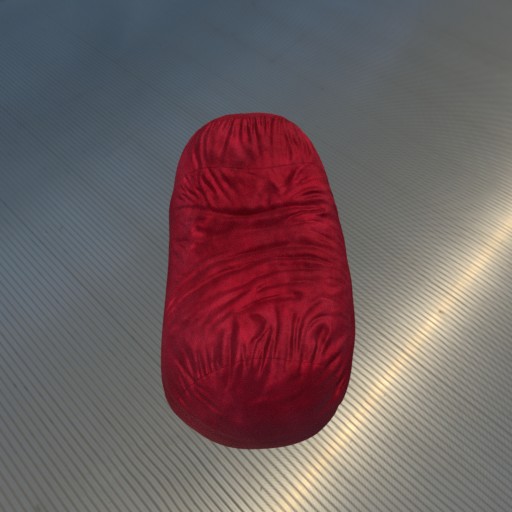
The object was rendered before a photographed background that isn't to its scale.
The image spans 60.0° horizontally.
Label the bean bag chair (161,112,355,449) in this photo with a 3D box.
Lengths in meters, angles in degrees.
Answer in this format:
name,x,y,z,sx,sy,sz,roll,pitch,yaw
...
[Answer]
name,x,y,z,sx,sy,sz,roll,pitch,yaw
bean bag chair,0.000,0.000,2.882,1.216,0.867,2.293,-2,58,-1
